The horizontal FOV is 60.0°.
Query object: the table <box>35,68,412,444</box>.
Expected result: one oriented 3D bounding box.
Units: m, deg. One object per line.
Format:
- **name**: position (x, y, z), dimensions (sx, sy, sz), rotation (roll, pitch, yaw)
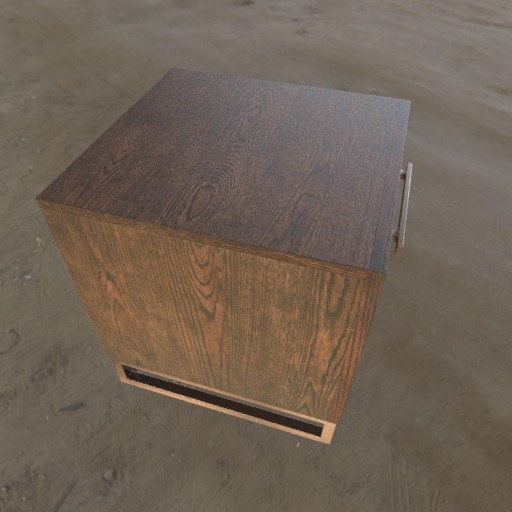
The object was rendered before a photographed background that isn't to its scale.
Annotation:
- **table**: position (0.000, 0.000, 1.008), dimensions (0.566, 0.582, 0.506), rotation (13, 47, 12)
